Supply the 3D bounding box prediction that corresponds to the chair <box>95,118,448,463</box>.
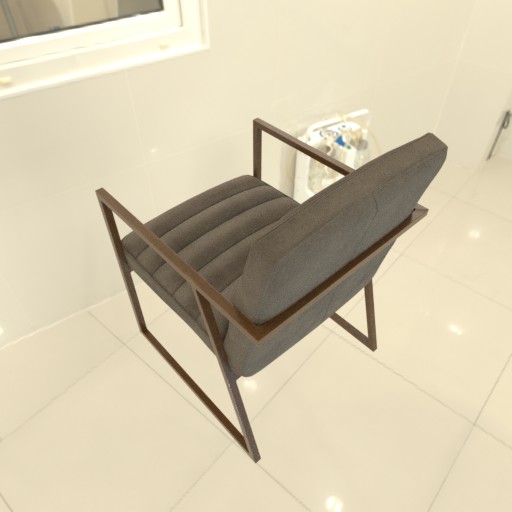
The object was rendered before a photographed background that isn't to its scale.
[{"bbox_3d":[0.000,0.000,1.279,0.578,0.843,0.682,-33,54,-28],"label":"chair"}]
